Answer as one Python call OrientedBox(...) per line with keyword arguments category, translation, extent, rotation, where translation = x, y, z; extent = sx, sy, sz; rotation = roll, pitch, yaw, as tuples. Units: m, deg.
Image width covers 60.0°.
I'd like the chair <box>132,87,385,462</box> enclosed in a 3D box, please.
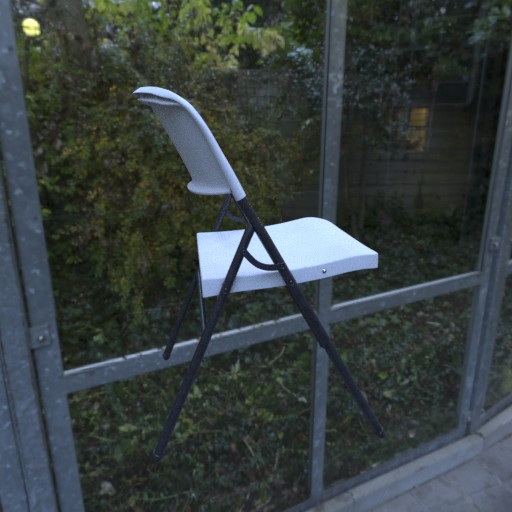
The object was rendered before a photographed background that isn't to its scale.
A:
OrientedBox(category="chair", translation=(0.000, 0.000, 1.159), extent=(0.566, 0.810, 0.494), rotation=(-2, 16, -8))
